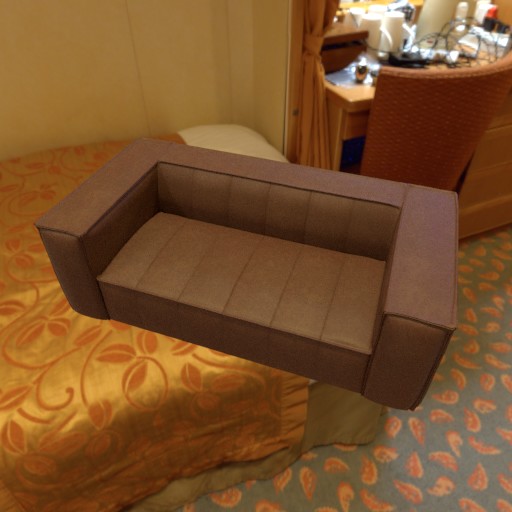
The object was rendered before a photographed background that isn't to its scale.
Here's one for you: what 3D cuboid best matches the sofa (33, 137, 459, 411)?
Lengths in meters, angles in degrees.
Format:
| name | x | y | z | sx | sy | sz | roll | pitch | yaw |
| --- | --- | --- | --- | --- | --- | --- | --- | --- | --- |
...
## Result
| name | x | y | z | sx | sy | sz | roll | pitch | yaw |
| --- | --- | --- | --- | --- | --- | --- | --- | --- | --- |
| sofa | 0.000 | 0.000 | 2.583 | 2.088 | 0.703 | 1.102 | 13 | 43 | 14 |
